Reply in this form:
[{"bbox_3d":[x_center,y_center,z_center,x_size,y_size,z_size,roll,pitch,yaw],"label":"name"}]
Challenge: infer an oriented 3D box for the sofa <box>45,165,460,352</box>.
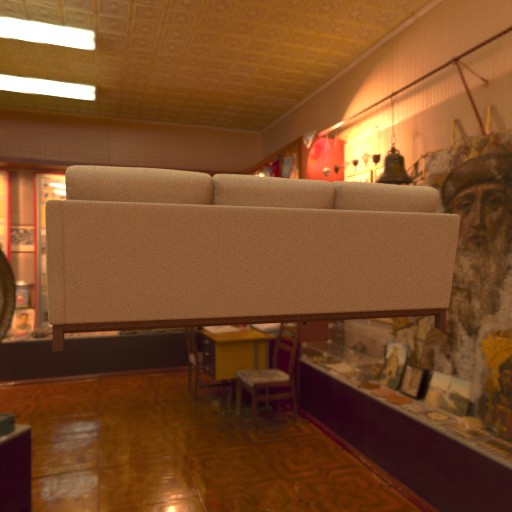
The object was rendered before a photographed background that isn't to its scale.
[{"bbox_3d":[0.000,0.000,2.803,2.321,0.913,1.000,0,0,-18],"label":"sofa"}]
